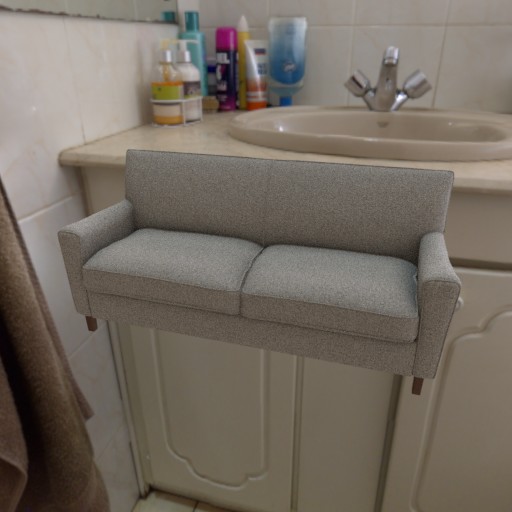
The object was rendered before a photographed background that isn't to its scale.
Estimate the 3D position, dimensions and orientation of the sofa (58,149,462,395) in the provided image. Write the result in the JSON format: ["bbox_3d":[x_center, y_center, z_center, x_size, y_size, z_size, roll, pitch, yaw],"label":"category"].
[{"bbox_3d":[0.000,0.000,2.498,2.026,0.942,0.854,7,26,15],"label":"sofa"}]
